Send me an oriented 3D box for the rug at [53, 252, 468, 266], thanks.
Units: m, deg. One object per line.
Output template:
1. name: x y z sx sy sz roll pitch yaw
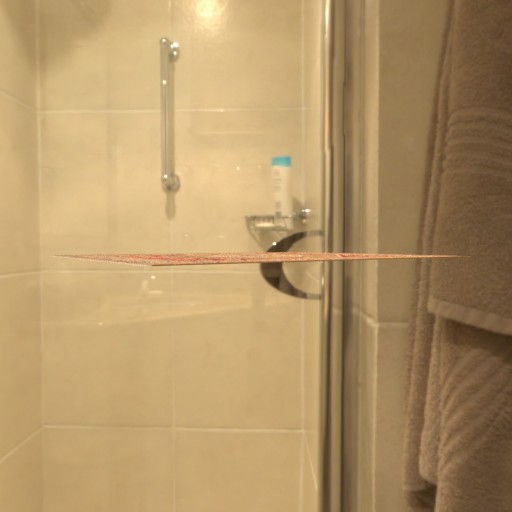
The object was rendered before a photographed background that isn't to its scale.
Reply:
1. rug: 0.000 0.000 4.175 3.143 0.008 2.451 -1 2 -35
